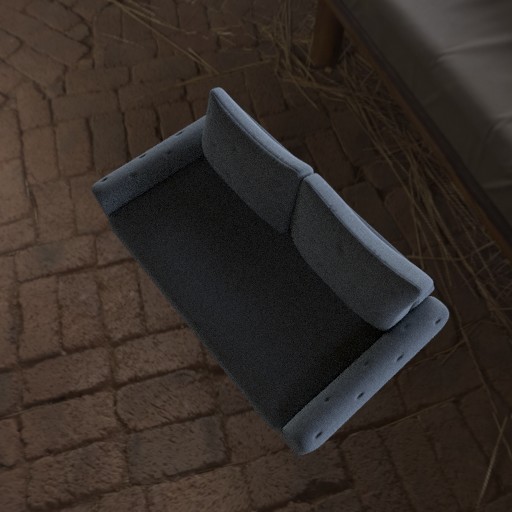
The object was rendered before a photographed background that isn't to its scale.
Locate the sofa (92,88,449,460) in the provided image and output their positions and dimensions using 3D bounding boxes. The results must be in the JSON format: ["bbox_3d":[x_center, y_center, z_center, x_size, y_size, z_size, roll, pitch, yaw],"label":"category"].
[{"bbox_3d":[0.000,0.000,2.175,0.920,0.790,1.650,-37,69,-16],"label":"sofa"}]
